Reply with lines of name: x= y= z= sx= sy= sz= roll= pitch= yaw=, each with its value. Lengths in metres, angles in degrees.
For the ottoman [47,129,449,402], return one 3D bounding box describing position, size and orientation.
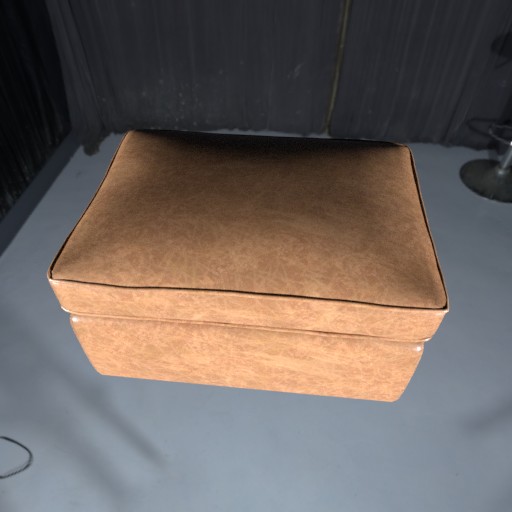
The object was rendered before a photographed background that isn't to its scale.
ottoman: x=0.000 y=0.000 z=1.109 sx=0.756 sy=0.468 sz=0.554 roll=4 pitch=46 yaw=4
